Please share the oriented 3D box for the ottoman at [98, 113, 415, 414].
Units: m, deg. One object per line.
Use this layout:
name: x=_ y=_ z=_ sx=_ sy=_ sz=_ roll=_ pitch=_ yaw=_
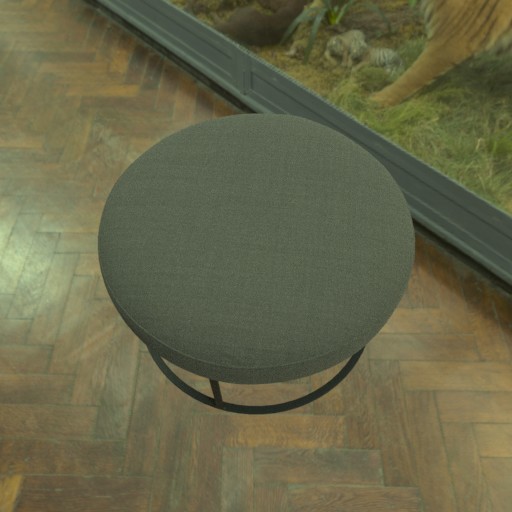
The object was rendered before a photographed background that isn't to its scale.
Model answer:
ottoman: x=0.000 y=0.000 z=1.215 sx=0.772 sy=0.460 sz=0.772 roll=0 pitch=56 yaw=0
